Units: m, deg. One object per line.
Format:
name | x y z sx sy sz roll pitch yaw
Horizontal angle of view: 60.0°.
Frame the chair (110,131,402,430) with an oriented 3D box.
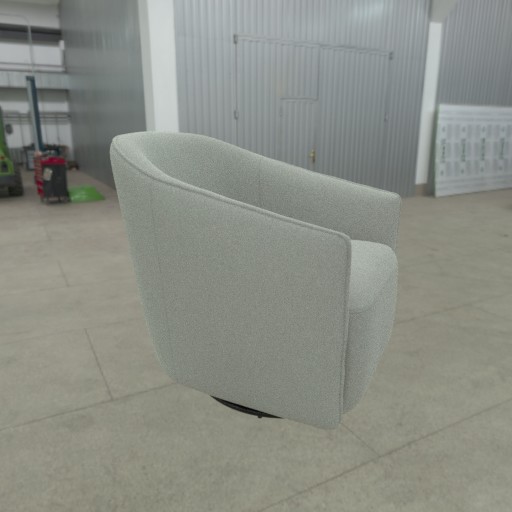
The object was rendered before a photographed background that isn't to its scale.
chair | 0.000 0.000 1.480 0.875 0.799 0.747 8 18 25
